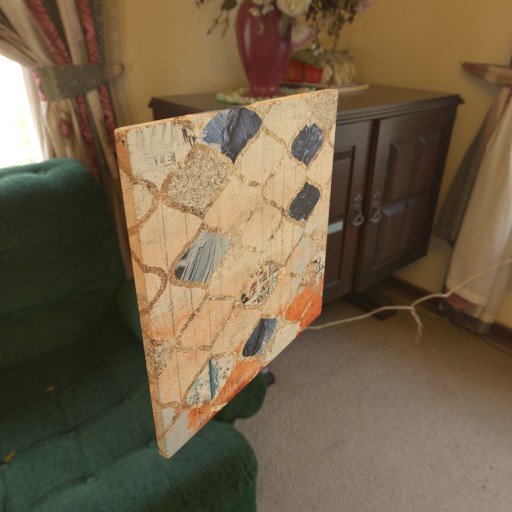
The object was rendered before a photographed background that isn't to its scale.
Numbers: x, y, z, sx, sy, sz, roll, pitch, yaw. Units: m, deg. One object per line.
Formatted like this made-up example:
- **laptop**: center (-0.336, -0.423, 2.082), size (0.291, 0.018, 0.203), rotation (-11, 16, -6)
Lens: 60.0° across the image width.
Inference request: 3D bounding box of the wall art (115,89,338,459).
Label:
- **wall art**: center (0.000, 0.000, 1.392), size (0.039, 0.914, 0.912), rotation (18, 31, 31)
